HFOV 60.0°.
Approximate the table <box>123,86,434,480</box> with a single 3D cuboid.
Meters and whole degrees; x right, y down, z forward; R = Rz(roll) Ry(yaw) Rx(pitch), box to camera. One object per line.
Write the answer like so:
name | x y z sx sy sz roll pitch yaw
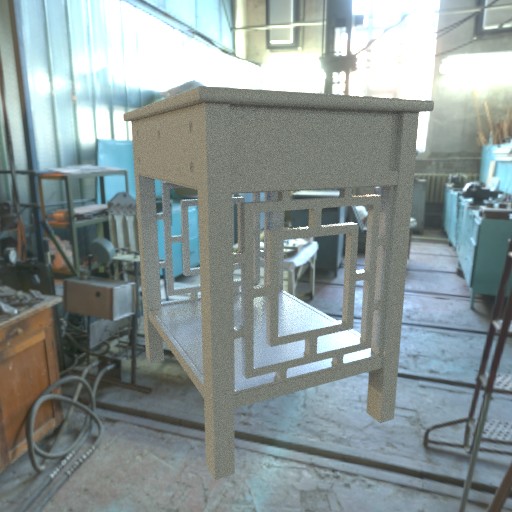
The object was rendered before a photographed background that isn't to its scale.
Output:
table | 0.000 0.000 1.017 0.451 0.646 0.564 -7 15 -25
